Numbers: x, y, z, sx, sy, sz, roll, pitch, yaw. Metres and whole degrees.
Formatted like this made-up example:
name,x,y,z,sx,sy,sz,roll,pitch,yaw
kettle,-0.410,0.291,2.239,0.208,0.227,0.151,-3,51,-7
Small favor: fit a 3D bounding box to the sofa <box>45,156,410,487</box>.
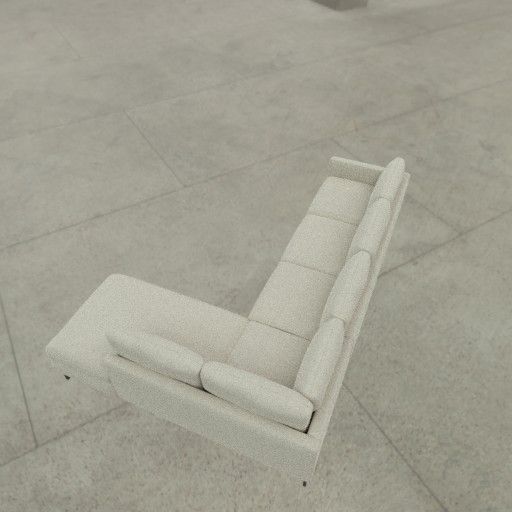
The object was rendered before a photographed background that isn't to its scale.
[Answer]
name,x,y,z,sx,sy,sz,roll,pitch,yaw
sofa,0.000,0.000,3.774,2.007,0.815,2.949,17,48,17
